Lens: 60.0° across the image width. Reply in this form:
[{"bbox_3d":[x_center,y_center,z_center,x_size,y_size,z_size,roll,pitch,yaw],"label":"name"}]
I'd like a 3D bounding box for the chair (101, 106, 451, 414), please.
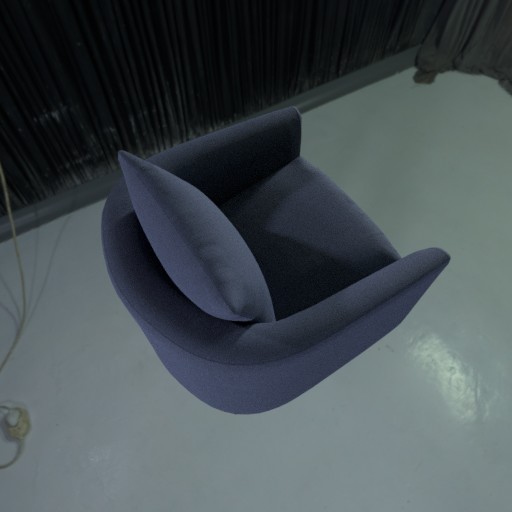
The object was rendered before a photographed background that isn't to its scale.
[{"bbox_3d":[0.000,0.000,1.527,0.910,0.848,0.845,-30,64,-17],"label":"chair"}]
